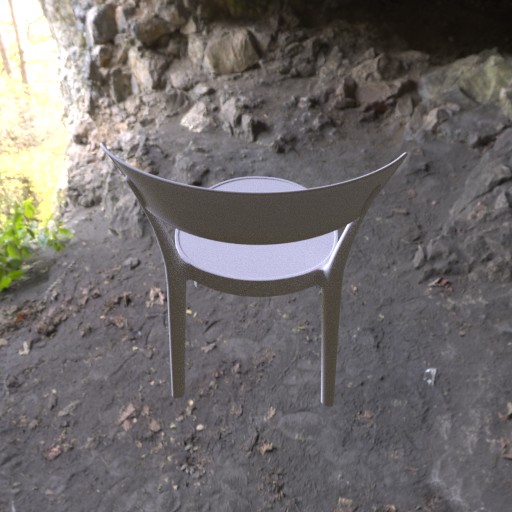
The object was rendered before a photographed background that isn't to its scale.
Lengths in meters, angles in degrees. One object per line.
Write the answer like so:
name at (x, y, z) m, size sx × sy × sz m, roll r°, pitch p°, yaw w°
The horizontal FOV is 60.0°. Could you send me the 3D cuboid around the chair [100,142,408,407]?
chair at (0.000, 0.000, 1.086) m, size 0.506 × 0.790 × 0.491 m, roll 2°, pitch 47°, yaw 2°
